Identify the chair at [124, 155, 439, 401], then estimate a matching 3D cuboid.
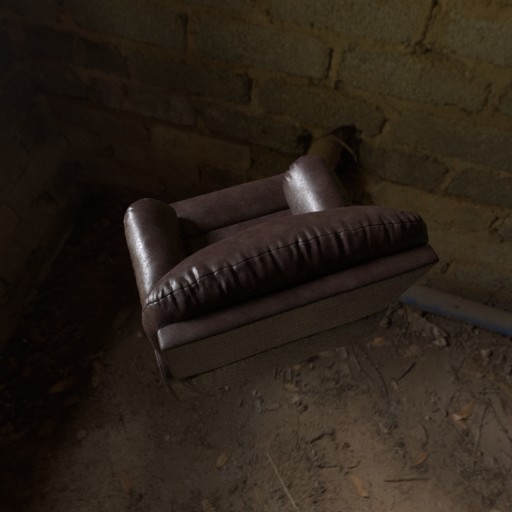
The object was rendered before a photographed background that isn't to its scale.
[{"bbox_3d":[0.000,0.000,1.736,0.940,1.041,0.879,-17,60,-10],"label":"chair"}]
